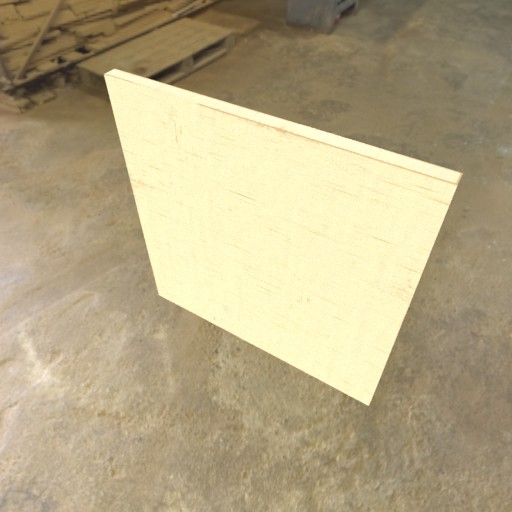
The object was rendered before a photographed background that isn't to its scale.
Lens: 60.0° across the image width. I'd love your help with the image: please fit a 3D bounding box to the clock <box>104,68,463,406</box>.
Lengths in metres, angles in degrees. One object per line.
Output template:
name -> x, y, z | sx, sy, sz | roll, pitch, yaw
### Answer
clock -> 0.000, 0.000, 1.031 | 0.705, 0.705, 0.032 | 24, 50, 21
